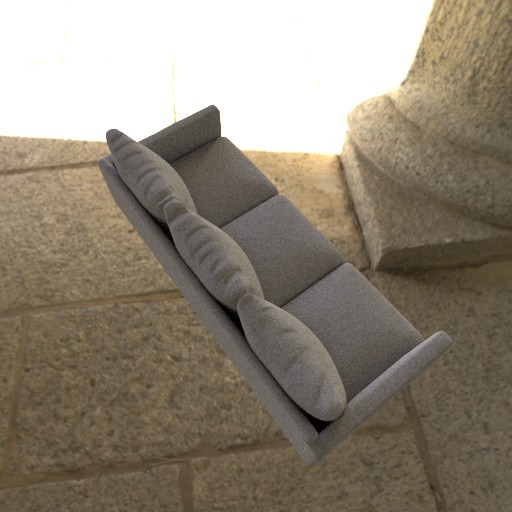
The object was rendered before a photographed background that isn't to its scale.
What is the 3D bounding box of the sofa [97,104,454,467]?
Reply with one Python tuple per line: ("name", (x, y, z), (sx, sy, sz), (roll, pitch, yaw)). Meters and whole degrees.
("sofa", (0.000, 0.000, 2.457), (0.850, 0.830, 2.000), (-33, 65, -18))
